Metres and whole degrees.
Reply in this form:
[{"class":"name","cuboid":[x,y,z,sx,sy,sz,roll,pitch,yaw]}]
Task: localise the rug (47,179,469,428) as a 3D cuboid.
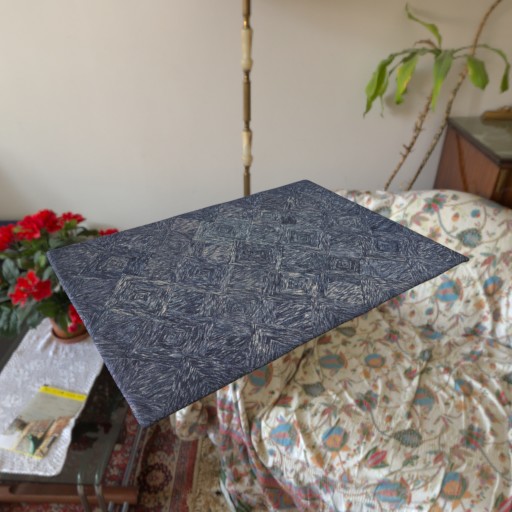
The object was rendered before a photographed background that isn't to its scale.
[{"class":"rug","cuboid":[0.000,0.000,4.168,3.245,0.024,2.385,-20,37,-29]}]
